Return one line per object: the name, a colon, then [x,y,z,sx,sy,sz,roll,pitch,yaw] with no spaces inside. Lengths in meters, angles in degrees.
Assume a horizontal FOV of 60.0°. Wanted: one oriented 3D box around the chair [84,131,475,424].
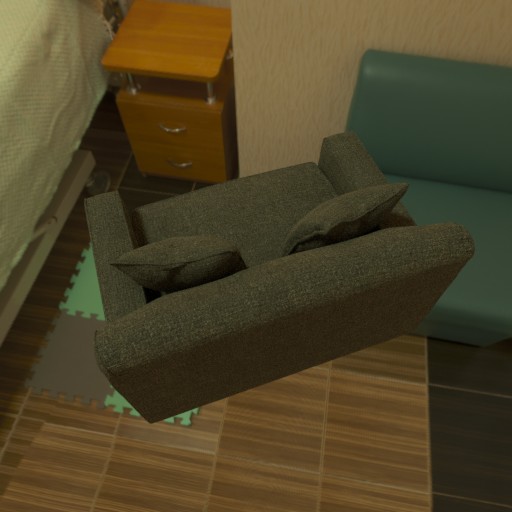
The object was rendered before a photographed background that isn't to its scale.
chair: [0.000,0.000,2.066,1.383,0.948,1.000,-17,59,-10]
